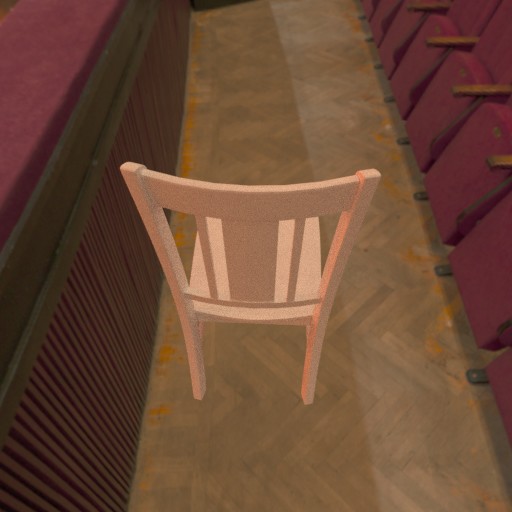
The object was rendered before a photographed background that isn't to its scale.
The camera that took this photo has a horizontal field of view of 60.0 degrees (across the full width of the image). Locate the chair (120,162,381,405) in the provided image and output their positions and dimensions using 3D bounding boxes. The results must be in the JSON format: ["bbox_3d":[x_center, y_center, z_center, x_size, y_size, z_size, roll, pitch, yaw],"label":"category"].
[{"bbox_3d":[0.000,0.000,1.299,0.450,0.998,0.555,2,48,2],"label":"chair"}]
